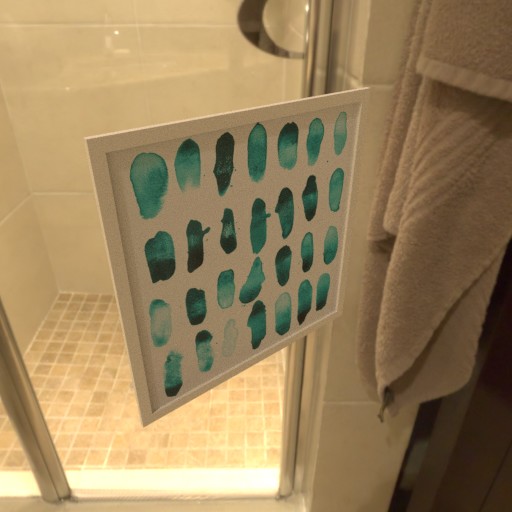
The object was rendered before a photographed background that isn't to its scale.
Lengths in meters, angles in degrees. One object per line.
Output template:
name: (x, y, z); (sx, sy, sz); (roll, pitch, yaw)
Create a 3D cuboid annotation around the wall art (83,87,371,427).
wall art: (0.000, 0.000, 0.703); (0.456, 0.457, 0.009); (-22, 37, -32)
